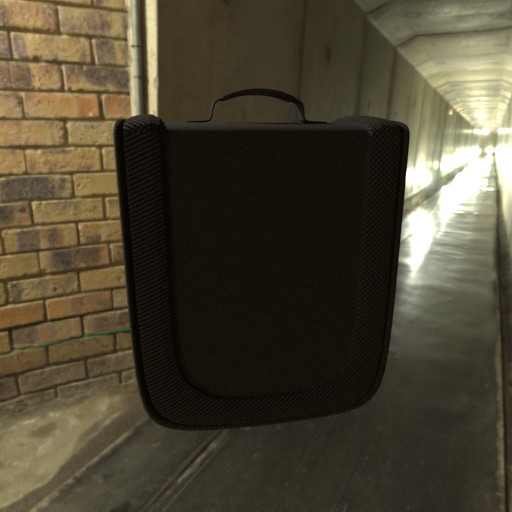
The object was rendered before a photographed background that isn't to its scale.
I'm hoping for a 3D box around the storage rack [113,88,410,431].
[{"bbox_3d":[0.000,0.000,0.549,0.297,0.387,0.168,-3,16,-10],"label":"storage rack"}]
